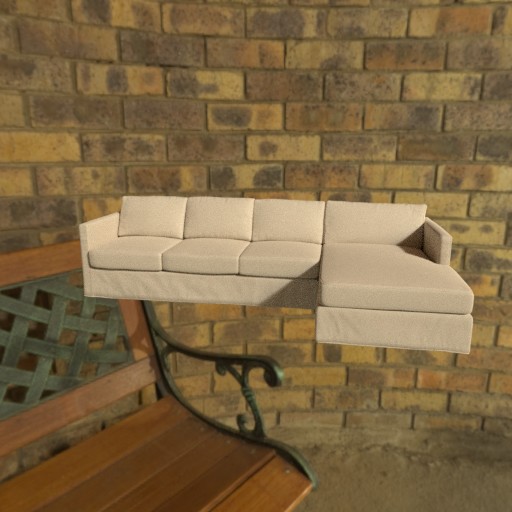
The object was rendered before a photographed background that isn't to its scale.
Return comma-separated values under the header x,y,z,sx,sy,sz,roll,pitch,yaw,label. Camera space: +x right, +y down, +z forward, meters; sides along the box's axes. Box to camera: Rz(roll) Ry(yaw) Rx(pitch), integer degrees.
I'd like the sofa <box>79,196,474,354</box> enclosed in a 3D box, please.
x,y,z,sx,sy,sz,roll,pitch,yaw,label
0.000,0.000,3.865,3.206,0.871,1.622,2,14,9,sofa
